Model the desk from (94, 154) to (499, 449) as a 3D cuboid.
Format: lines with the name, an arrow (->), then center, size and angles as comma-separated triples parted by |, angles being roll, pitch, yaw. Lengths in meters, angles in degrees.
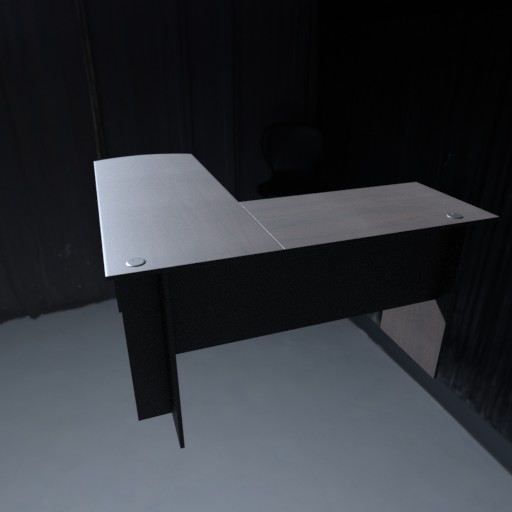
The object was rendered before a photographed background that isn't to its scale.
desk -> 0.000, 0.000, 2.069 | 1.303, 0.716, 1.361 | -9, 27, -17
